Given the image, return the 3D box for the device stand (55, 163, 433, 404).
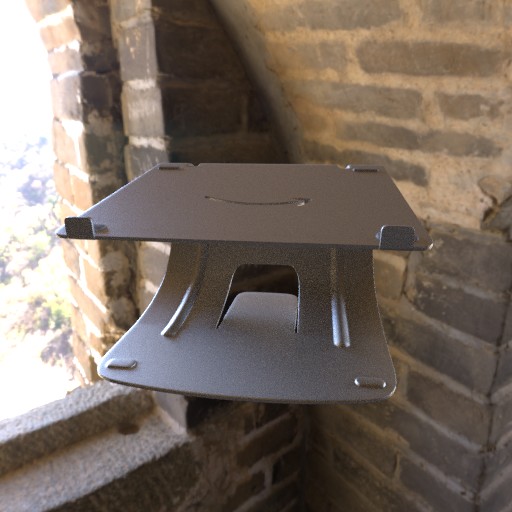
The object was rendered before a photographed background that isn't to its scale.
[{"bbox_3d":[0.000,0.000,0.409,0.256,0.155,0.236,2,16,8],"label":"device stand"}]
